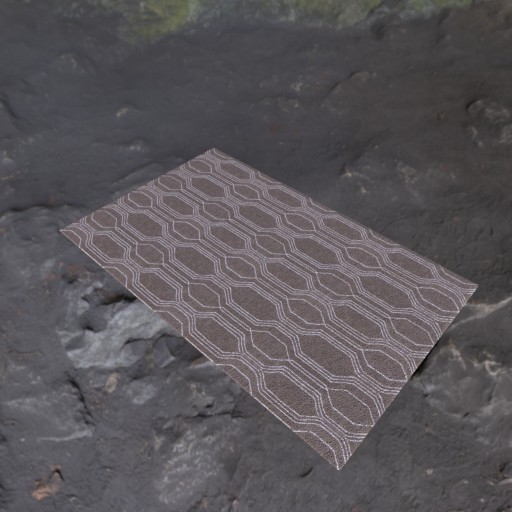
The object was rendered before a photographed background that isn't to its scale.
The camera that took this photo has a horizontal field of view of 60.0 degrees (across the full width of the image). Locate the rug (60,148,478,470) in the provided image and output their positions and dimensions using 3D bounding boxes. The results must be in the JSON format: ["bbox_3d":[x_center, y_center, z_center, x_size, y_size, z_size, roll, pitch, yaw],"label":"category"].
[{"bbox_3d":[0.000,0.000,3.022,2.457,0.012,1.541,33,53,29],"label":"rug"}]
